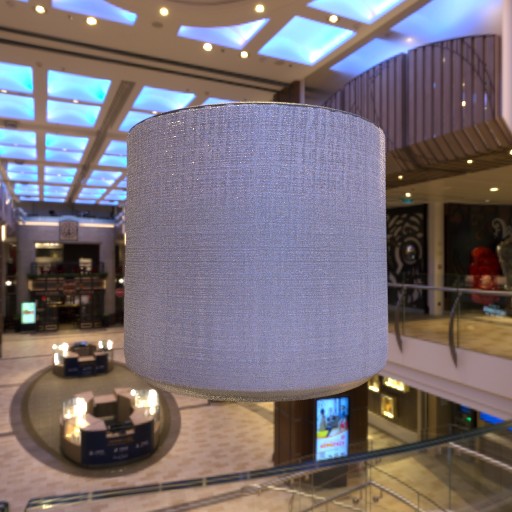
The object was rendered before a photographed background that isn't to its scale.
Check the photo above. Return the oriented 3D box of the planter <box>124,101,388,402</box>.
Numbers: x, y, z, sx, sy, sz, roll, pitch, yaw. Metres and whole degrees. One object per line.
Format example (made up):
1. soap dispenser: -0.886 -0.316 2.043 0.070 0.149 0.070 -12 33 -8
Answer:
1. planter: 0.000 0.000 0.220 0.125 0.112 0.125 0 0 0
